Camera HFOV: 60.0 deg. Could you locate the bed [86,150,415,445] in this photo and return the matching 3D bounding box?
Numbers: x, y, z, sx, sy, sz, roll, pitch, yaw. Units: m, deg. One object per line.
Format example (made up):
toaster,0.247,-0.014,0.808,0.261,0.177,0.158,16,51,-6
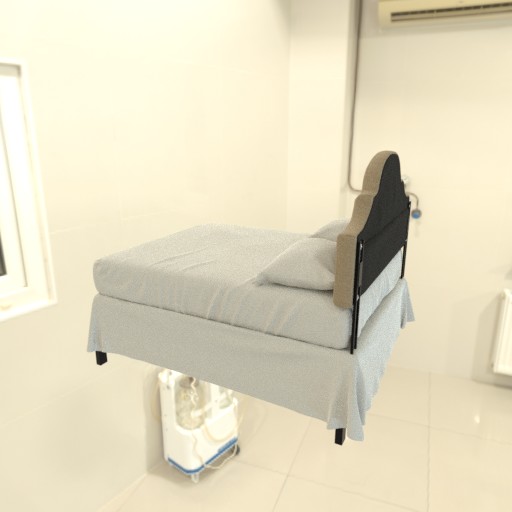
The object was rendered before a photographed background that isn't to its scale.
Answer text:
bed,0.000,0.000,3.441,2.222,1.634,1.780,8,18,27
